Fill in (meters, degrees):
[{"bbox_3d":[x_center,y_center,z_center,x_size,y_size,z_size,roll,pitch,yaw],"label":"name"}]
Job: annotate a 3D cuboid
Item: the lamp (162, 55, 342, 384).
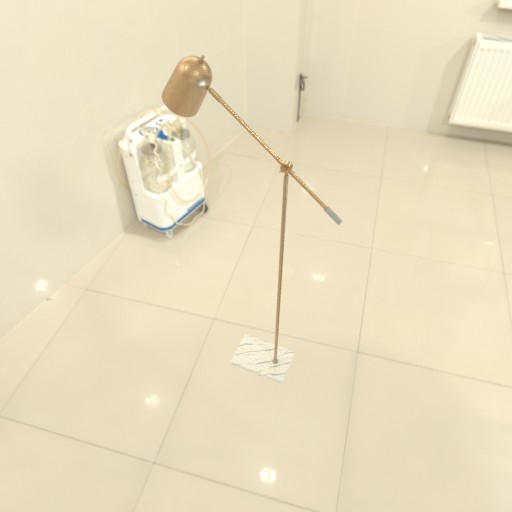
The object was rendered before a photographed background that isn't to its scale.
[{"bbox_3d":[0.000,0.000,1.855,0.653,1.594,0.194,17,48,15],"label":"lamp"}]
